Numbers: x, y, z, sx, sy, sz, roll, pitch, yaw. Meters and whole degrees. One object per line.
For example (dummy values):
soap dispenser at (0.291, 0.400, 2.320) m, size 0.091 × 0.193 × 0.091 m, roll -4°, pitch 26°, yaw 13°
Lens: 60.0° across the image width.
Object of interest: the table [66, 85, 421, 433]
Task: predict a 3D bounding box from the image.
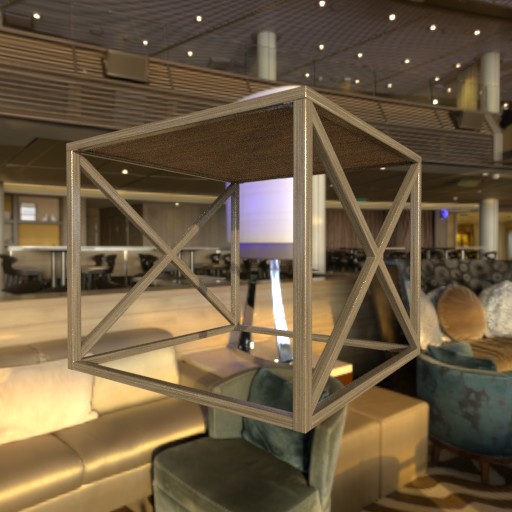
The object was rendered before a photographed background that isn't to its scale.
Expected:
table at (0.000, 0.000, 1.069) m, size 0.609 × 0.507 × 0.611 m, roll 1°, pitch 1°, yaw 35°
